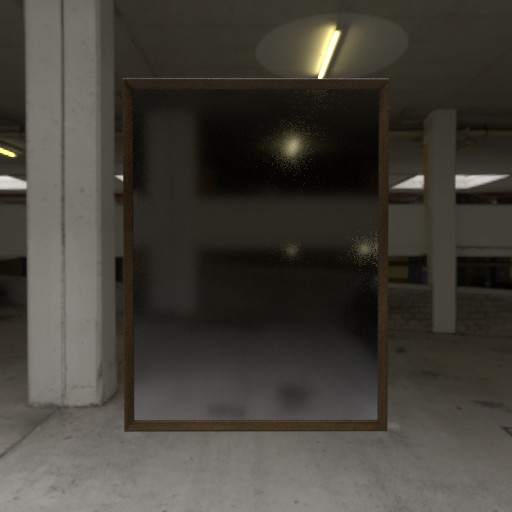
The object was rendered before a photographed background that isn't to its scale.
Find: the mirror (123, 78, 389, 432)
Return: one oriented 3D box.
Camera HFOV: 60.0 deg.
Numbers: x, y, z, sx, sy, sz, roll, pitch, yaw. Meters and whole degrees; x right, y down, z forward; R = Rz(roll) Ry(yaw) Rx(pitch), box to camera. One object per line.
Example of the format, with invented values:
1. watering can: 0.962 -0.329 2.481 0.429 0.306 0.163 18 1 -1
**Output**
1. mirror: 0.000 0.000 1.295 0.762 1.016 0.041 0 1 0
